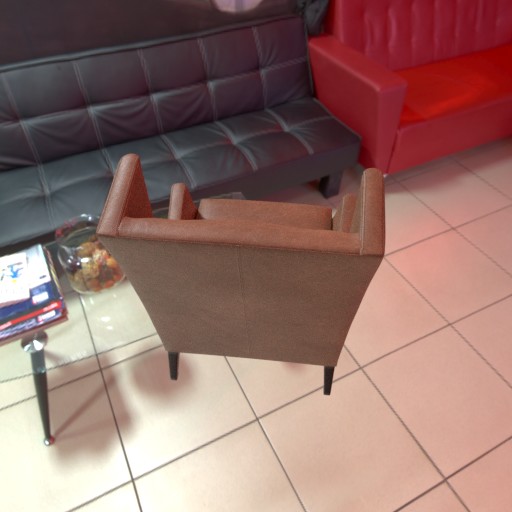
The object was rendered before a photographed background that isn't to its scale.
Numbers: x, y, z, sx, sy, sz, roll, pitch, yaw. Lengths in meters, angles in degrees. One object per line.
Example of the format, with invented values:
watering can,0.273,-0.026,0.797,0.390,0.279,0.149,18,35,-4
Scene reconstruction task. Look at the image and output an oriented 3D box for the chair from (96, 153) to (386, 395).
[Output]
chair,0.000,0.000,1.738,0.815,1.088,0.913,4,46,4
